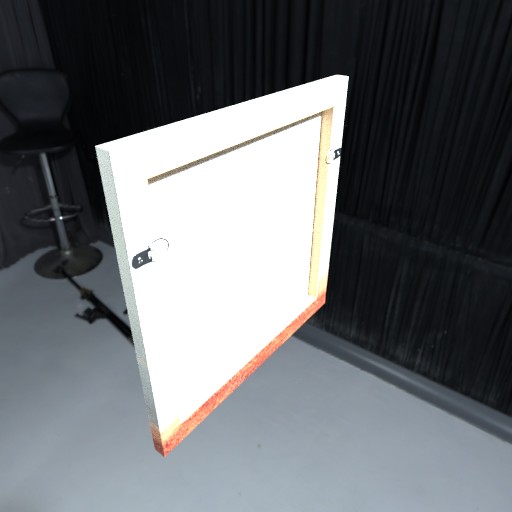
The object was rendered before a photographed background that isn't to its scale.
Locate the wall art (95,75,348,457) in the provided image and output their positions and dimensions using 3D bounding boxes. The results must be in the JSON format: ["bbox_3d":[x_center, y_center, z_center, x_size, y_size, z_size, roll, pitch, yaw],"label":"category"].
[{"bbox_3d":[0.000,0.000,1.130,0.042,0.760,0.760,22,38,31],"label":"wall art"}]
